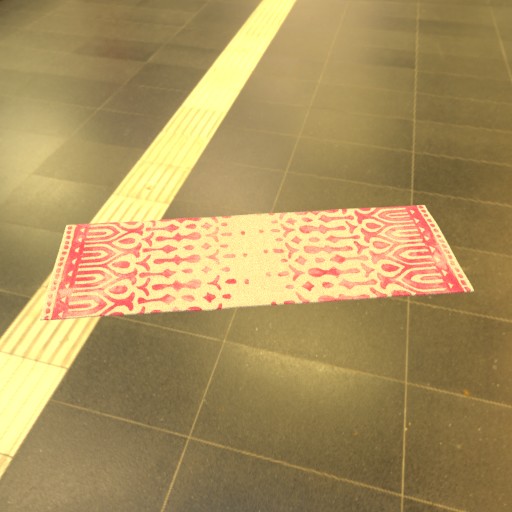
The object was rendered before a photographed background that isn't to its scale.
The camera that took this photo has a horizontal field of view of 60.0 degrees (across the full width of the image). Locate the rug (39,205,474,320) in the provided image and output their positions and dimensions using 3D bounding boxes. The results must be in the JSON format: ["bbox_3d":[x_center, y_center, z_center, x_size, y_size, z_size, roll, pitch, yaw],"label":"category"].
[{"bbox_3d":[0.000,0.000,2.746,2.458,0.011,0.787,-3,46,-3],"label":"rug"}]
